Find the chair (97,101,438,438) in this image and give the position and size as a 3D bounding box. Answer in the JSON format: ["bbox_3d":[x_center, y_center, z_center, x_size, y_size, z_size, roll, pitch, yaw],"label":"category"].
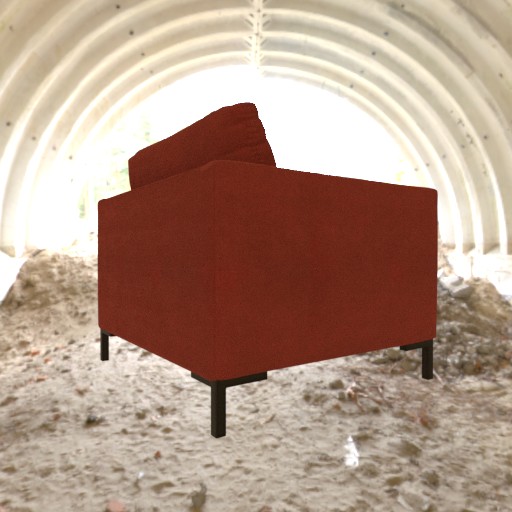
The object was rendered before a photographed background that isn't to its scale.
[{"bbox_3d":[0.000,0.000,1.602,0.875,0.812,0.964,0,0,-35],"label":"chair"}]
